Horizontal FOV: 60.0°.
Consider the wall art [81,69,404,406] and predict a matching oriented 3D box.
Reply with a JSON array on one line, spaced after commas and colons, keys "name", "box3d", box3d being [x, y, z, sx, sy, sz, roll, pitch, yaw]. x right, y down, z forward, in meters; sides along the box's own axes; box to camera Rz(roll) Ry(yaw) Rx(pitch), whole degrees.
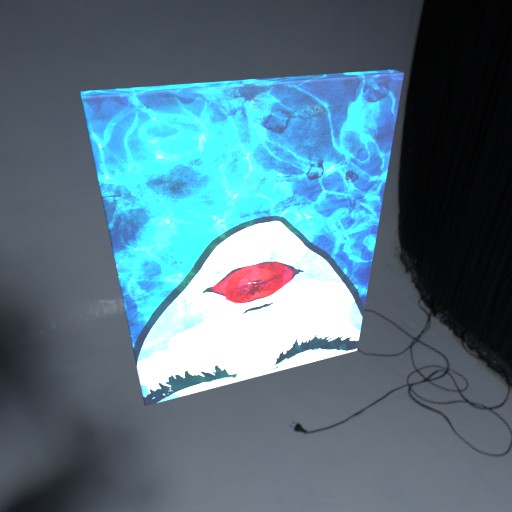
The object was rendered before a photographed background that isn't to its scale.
[{"name": "wall art", "box3d": [0.000, 0.000, 1.017, 0.609, 0.760, 0.038, -10, 34, -16]}]
